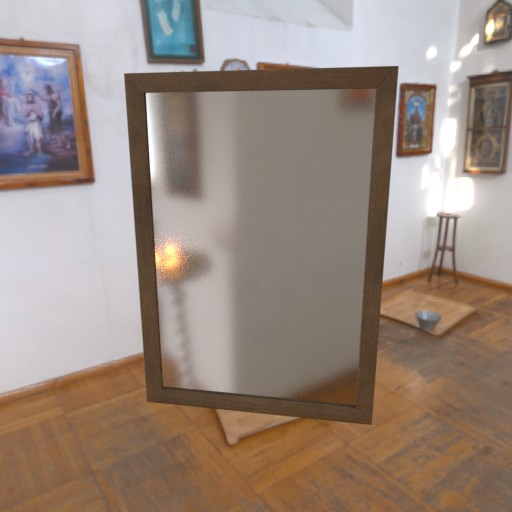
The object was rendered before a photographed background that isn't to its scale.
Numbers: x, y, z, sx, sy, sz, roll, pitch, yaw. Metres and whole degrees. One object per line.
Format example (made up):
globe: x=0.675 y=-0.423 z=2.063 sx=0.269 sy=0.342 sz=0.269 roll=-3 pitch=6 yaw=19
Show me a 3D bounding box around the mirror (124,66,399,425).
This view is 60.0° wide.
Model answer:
mirror: x=0.000 y=0.000 z=0.915 sx=0.507 sy=0.710 sz=0.040 roll=2 pitch=15 yaw=10
